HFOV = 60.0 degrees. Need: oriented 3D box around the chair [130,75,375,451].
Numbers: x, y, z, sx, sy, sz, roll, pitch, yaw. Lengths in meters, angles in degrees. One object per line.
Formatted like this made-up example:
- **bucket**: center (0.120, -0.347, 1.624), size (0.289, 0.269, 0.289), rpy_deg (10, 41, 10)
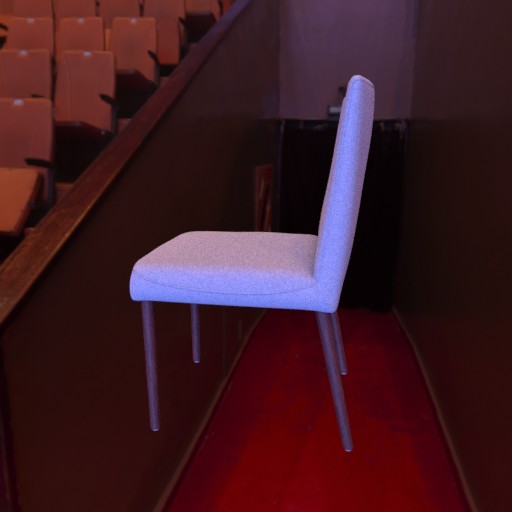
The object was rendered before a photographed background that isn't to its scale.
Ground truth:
- **chair**: center (0.000, 0.000, 1.198), size (0.570, 0.859, 0.456), rpy_deg (2, 14, 9)
